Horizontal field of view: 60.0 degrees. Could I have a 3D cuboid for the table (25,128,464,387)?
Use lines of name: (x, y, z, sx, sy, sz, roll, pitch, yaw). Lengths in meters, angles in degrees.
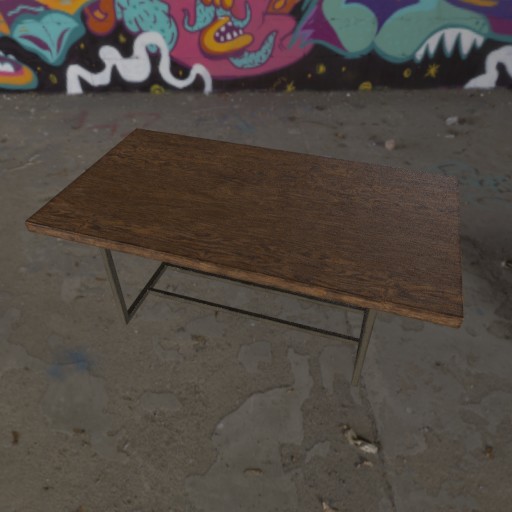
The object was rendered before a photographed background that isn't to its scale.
table: (0.000, 0.000, 2.539, 1.989, 0.795, 1.078, 12, 42, 13)
